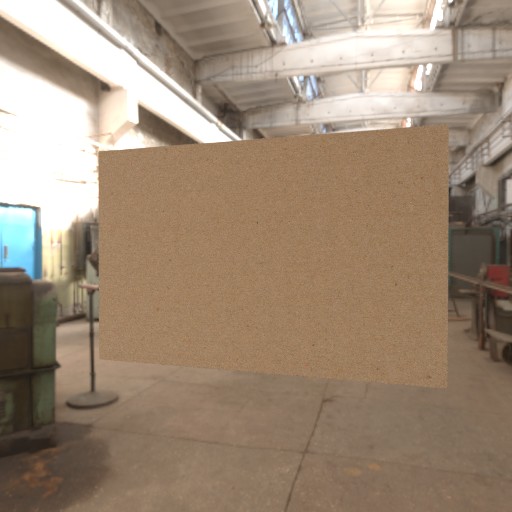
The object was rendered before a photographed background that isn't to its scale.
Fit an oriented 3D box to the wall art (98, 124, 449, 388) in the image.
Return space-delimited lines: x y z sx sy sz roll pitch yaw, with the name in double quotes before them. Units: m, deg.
"wall art" 0.000 0.000 0.777 0.618 0.398 0.042 0 1 17
